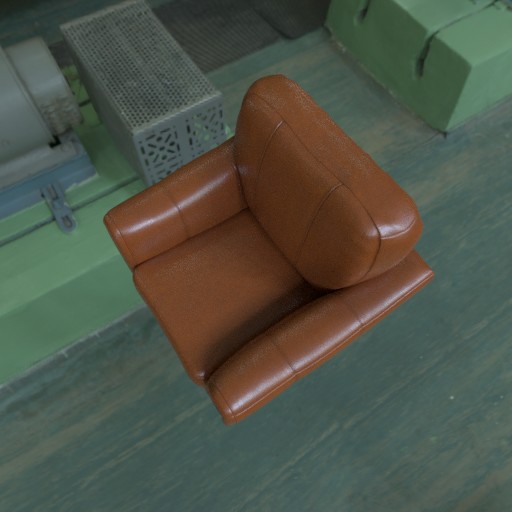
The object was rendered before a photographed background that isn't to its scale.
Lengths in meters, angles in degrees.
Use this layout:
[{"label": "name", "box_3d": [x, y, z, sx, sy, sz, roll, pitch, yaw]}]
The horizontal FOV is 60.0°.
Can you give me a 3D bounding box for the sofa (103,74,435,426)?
[{"label": "sofa", "box_3d": [0.000, 0.000, 1.502, 0.789, 0.876, 0.836, -31, 68, -15]}]
